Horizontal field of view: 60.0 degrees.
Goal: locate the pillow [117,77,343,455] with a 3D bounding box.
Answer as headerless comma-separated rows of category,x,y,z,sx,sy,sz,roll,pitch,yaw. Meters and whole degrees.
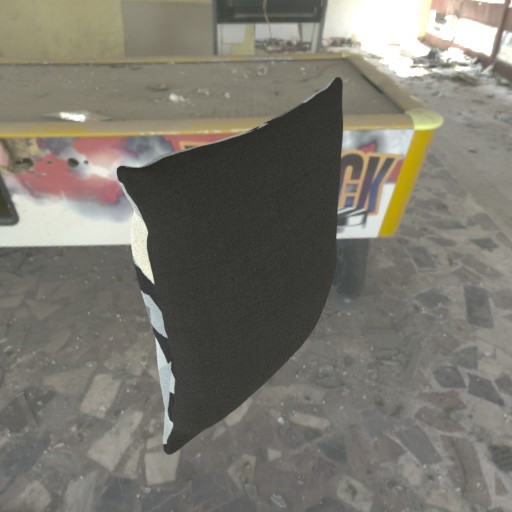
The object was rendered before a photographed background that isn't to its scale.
pillow,0.000,0.000,0.745,0.208,0.496,0.503,21,39,29
